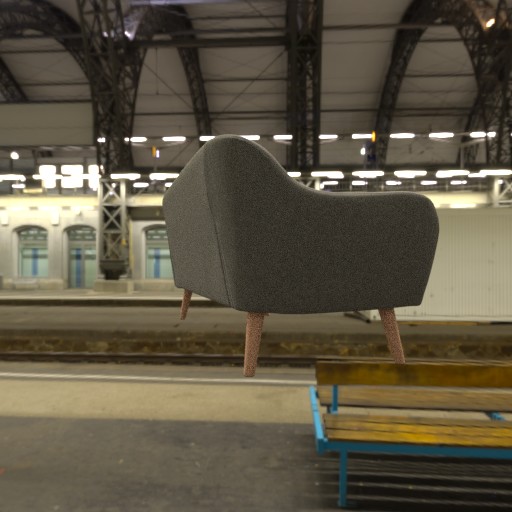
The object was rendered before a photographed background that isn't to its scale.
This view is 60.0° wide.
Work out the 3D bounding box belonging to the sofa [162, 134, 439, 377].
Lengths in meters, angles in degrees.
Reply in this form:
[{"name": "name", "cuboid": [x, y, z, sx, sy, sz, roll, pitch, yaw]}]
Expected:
[{"name": "sofa", "cuboid": [0.000, 0.000, 2.294, 0.820, 0.820, 1.840, 0, -1, -18]}]
